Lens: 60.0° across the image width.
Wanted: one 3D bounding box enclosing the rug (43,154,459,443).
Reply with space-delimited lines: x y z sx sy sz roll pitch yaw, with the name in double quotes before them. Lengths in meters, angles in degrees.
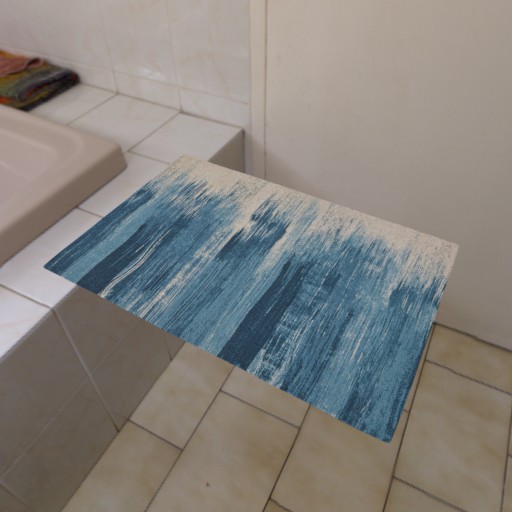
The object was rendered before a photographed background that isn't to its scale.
"rug" 0.000 0.000 2.327 1.836 0.009 1.232 22 49 20
